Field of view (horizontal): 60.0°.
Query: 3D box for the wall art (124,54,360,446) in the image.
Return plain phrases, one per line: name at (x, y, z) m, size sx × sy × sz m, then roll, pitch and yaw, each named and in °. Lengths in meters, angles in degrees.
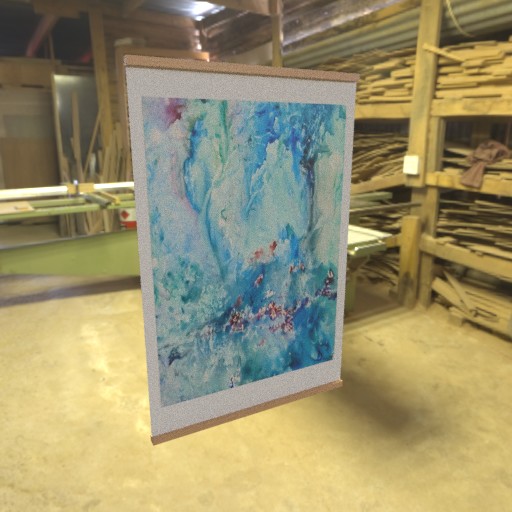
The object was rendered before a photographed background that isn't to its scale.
wall art at (0.000, 0.000, 1.899) m, size 0.991 × 1.510 × 0.040 m, roll -8°, pitch 17°, yaw -27°
